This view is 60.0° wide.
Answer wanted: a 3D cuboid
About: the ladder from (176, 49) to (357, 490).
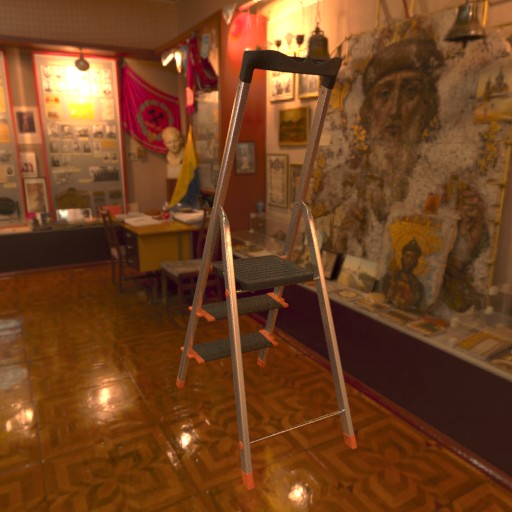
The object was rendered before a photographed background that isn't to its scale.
[{"bbox_3d":[0.000,0.000,1.547,0.416,1.229,0.686,-7,16,-27],"label":"ladder"}]
